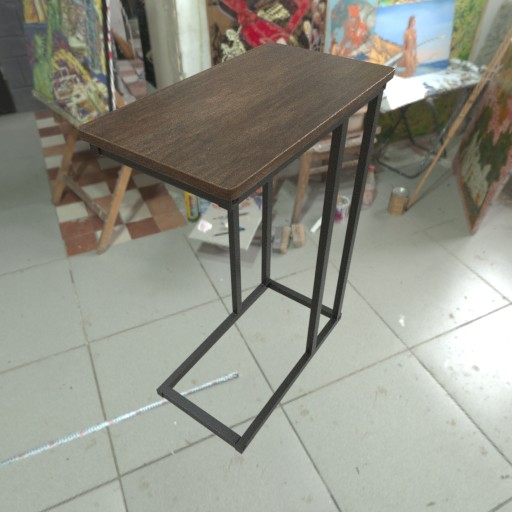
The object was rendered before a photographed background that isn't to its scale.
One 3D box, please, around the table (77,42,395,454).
[{"bbox_3d":[0.000,0.000,0.863,0.254,0.637,0.450,25,47,26],"label":"table"}]
